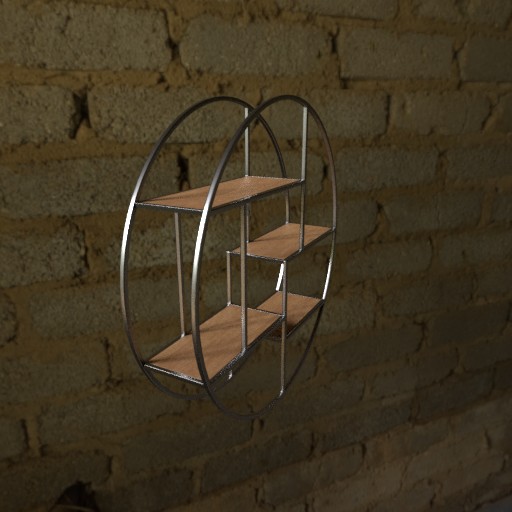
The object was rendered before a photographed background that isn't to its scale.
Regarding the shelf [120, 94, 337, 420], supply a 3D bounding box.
[{"bbox_3d":[0.000,0.000,1.303,0.202,0.888,0.888,9,20,27],"label":"shelf"}]
